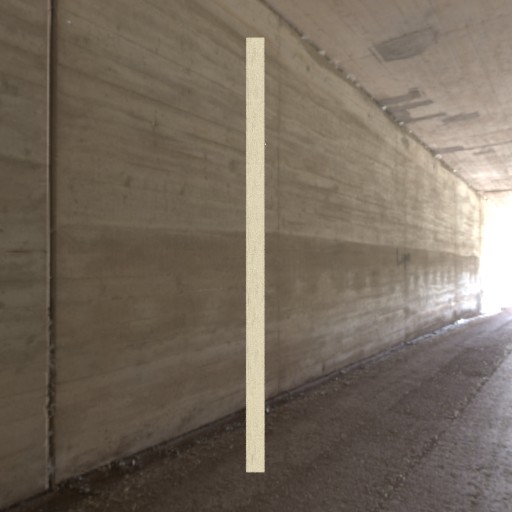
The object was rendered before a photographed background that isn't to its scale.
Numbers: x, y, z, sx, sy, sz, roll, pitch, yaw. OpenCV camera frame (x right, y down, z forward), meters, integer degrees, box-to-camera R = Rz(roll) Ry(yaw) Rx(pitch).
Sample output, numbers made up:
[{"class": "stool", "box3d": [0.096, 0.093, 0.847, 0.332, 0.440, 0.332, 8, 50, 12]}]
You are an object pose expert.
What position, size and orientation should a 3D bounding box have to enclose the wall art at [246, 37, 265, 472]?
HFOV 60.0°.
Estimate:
[{"class": "wall art", "box3d": [0.000, 0.000, 1.544, 0.045, 1.016, 1.016, 0, -1, 0]}]
